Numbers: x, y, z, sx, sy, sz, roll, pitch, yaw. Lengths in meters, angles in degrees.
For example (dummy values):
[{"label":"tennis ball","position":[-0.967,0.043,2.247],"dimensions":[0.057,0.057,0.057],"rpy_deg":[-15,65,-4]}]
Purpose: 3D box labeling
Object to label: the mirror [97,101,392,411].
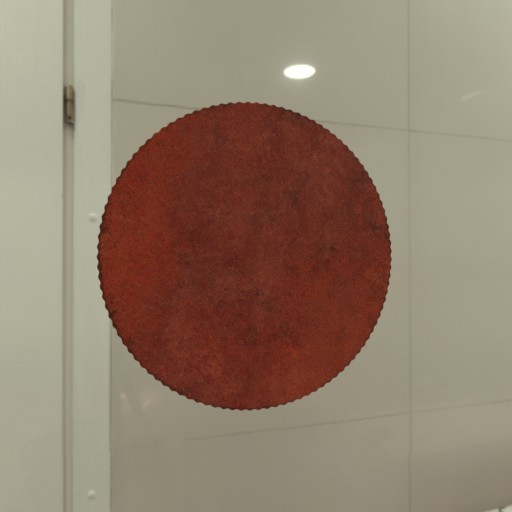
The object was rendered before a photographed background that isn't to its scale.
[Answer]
[{"label":"mirror","position":[0.000,0.000,0.902],"dimensions":[0.609,0.609,0.056],"rpy_deg":[0,0,-18]}]
